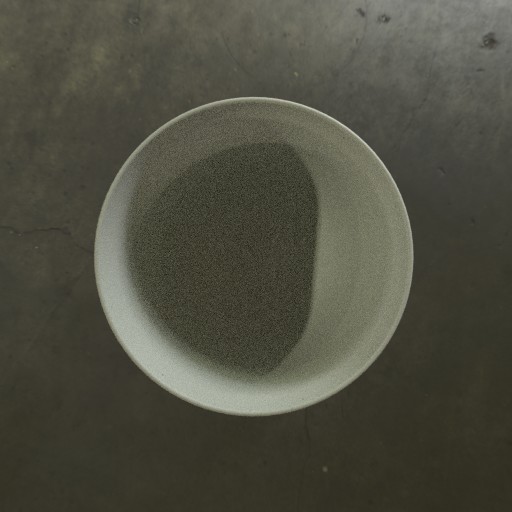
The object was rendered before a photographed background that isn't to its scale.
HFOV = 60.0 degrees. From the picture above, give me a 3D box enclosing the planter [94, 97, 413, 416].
[{"bbox_3d":[0.000,0.000,0.388,0.204,0.214,0.204,0,90,1],"label":"planter"}]
